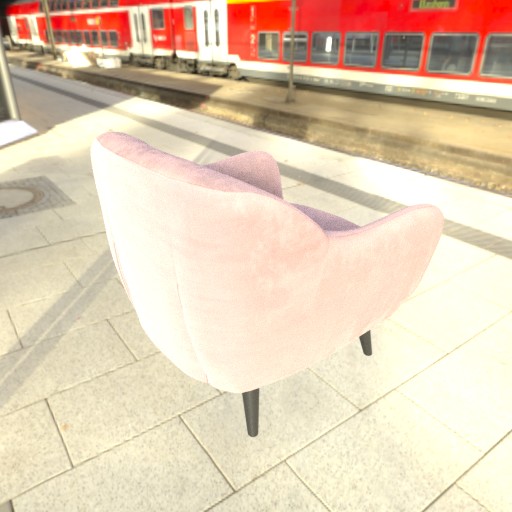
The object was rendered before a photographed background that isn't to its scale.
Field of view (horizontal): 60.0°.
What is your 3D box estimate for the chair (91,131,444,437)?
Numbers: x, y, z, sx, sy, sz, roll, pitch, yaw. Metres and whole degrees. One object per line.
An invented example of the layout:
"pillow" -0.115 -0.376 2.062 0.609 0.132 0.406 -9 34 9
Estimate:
"chair" 0.000 0.000 1.451 0.820 0.820 0.840 -20 33 -33
